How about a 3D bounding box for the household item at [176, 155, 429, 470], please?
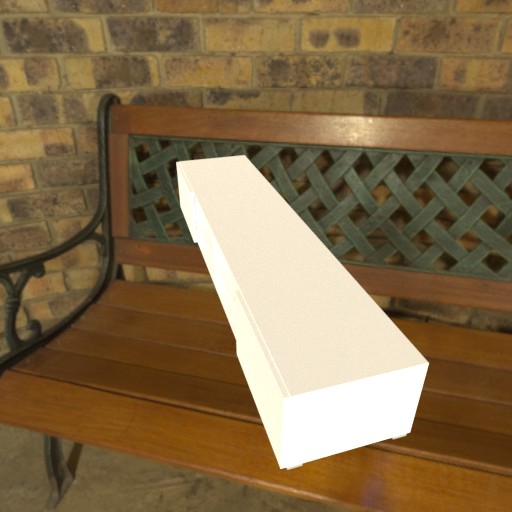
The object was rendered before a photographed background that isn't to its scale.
[{"bbox_3d":[0.000,0.000,1.992,0.420,0.310,1.850,-9,32,-15],"label":"household item"}]
